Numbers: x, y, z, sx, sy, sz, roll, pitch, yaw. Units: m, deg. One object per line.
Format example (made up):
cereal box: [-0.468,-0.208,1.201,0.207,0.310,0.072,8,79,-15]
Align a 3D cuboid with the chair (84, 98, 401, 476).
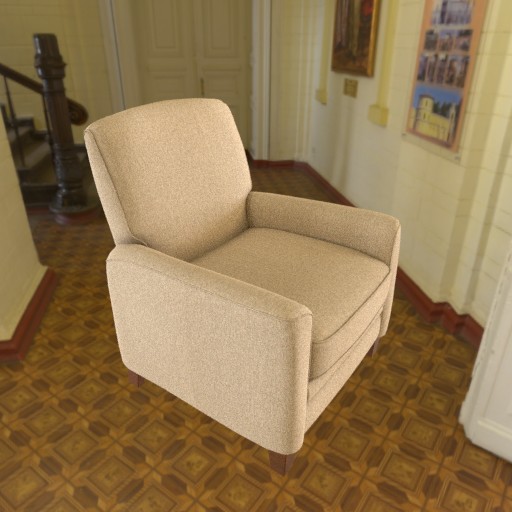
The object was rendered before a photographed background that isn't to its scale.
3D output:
chair: [0.000,0.000,1.609,0.864,1.014,0.848,18,32,31]
